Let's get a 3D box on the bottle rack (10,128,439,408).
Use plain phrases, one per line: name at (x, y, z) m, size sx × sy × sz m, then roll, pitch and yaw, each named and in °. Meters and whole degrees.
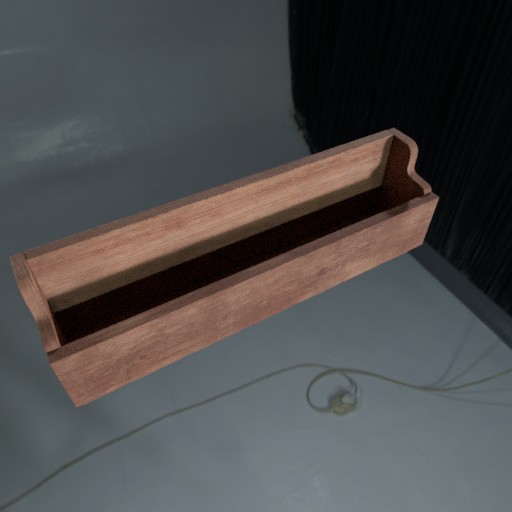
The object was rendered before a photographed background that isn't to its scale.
bottle rack at (0.000, 0.000, 0.668) m, size 0.608 × 0.196 × 0.126 m, roll -22°, pitch 49°, yaw -21°
